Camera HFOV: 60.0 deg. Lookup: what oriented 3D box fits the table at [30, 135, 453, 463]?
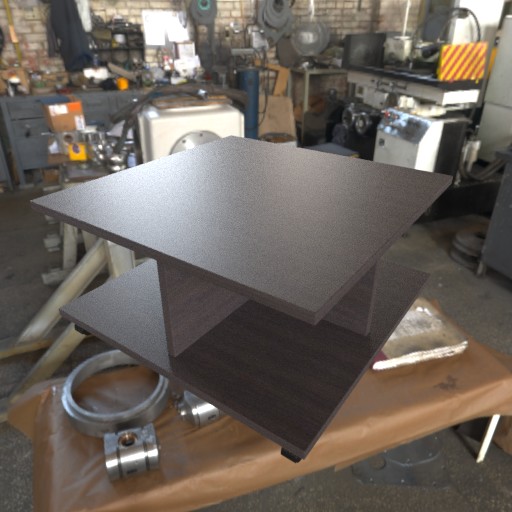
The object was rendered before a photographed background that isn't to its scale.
[{"bbox_3d":[0.000,0.000,1.213,0.762,0.396,0.762,19,34,31],"label":"table"}]
